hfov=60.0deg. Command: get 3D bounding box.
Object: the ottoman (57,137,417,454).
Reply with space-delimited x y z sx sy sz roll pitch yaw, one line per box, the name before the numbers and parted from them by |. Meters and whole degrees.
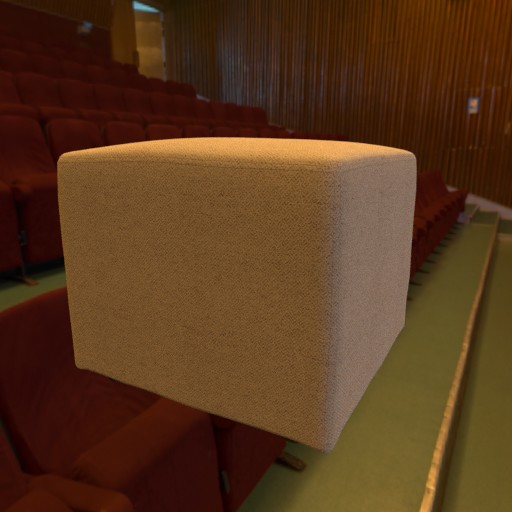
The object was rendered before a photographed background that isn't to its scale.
ottoman | 0.000 0.000 0.882 0.512 0.453 0.521 8 16 28
